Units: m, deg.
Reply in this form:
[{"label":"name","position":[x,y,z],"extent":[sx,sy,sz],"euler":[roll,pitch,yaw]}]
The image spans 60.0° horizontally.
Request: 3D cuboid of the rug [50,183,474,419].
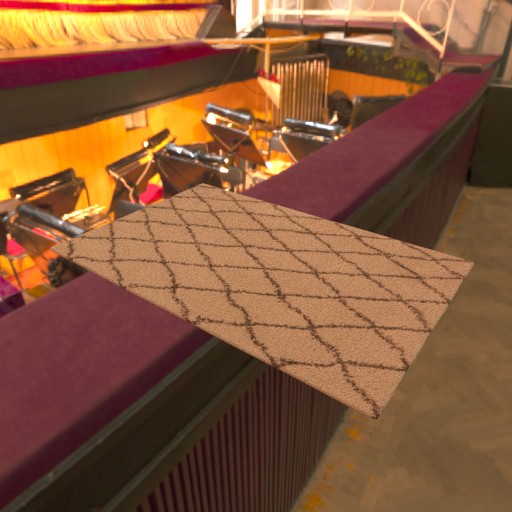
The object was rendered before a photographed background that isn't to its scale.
[{"label":"rug","position":[0.000,0.000,3.398],"extent":[2.743,0.030,1.778],"euler":[21,36,31]}]
